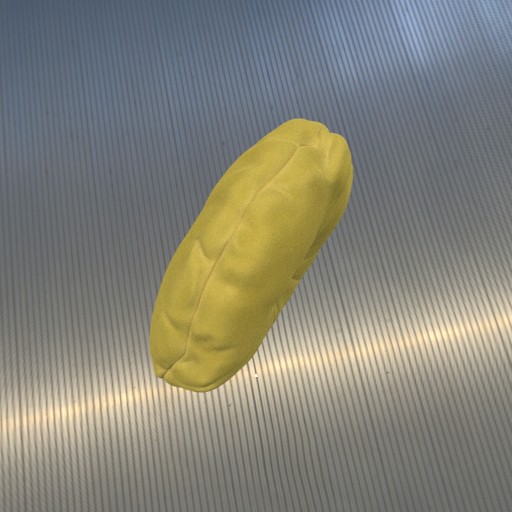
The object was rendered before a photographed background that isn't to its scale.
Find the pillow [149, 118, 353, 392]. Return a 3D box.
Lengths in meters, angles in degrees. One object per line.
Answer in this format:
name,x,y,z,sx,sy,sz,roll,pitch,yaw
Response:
pillow,0.000,0.000,0.648,0.148,0.407,0.428,32,77,8
